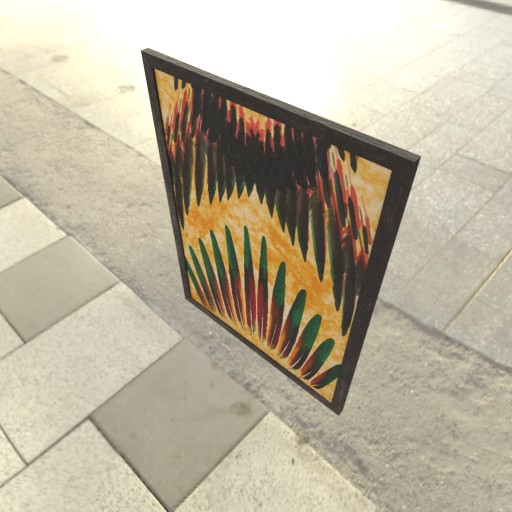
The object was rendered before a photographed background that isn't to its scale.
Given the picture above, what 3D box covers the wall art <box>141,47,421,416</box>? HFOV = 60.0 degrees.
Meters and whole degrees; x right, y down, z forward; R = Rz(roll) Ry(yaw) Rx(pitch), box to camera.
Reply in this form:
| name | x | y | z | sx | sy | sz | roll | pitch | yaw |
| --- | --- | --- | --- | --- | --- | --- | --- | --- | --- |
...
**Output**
| name | x | y | z | sx | sy | sz | roll | pitch | yaw |
| --- | --- | --- | --- | --- | --- | --- | --- | --- | --- |
| wall art | 0.000 | 0.000 | 1.402 | 0.812 | 1.066 | 0.029 | 32 | 54 | 28 |
